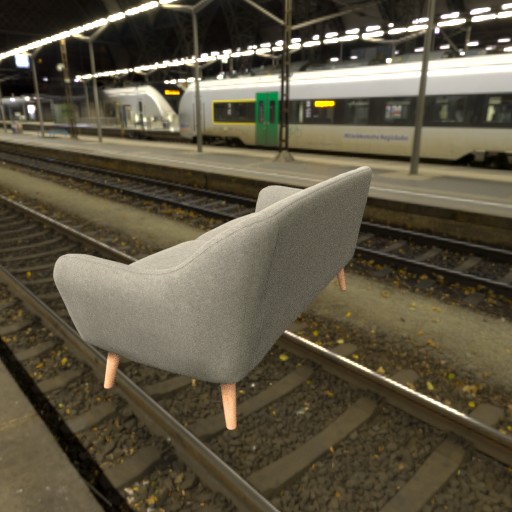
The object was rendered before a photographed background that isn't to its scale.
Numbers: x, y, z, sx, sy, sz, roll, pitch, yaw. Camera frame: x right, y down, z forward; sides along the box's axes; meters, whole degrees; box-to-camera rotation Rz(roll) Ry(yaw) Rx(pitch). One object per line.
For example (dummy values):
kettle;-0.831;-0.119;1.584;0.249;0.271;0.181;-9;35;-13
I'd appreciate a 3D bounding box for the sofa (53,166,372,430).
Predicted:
sofa;0.000;0.000;2.256;0.820;0.820;1.840;9;20;25
